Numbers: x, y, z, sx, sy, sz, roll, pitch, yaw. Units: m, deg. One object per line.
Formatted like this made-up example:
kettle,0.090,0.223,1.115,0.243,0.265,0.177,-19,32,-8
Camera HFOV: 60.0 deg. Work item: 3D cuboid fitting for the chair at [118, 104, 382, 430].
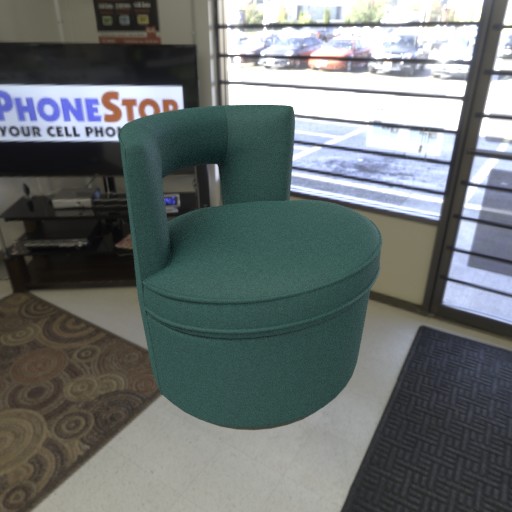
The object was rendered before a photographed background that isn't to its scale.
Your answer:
chair,0.000,0.000,1.220,0.660,0.711,0.684,18,32,31
